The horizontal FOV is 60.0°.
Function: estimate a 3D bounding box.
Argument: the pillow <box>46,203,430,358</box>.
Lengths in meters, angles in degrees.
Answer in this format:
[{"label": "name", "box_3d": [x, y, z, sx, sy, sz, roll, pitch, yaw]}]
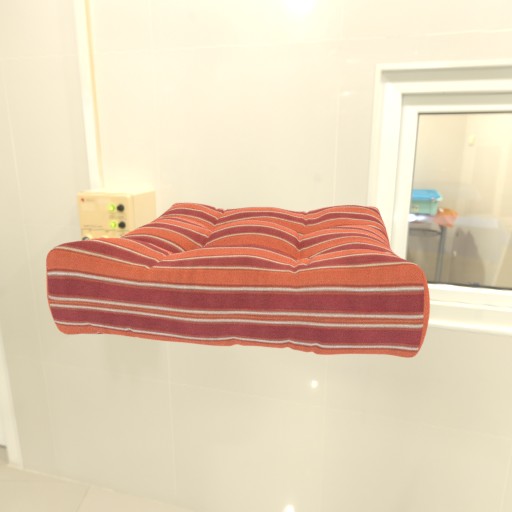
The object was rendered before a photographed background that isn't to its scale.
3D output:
[{"label": "pillow", "box_3d": [0.000, 0.000, 0.735, 0.468, 0.133, 0.490, 2, 15, 8]}]
